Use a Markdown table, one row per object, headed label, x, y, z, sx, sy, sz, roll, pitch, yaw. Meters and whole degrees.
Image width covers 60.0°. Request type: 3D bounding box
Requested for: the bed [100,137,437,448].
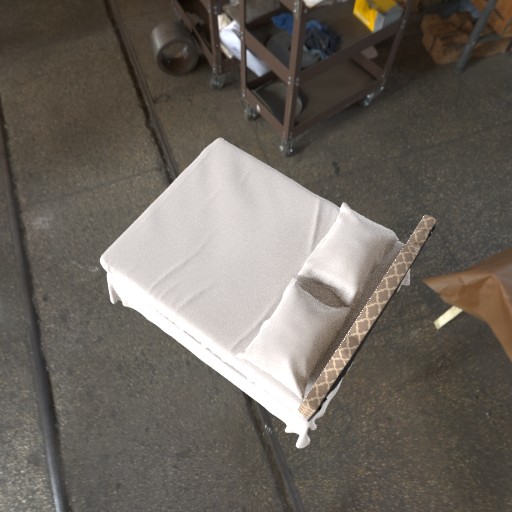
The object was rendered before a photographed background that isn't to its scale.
| label | x | y | z | sx | sy | sz | roll | pitch | yaw |
| --- | --- | --- | --- | --- | --- | --- | --- | --- | --- |
| bed | 0.000 | 0.000 | 3.446 | 2.222 | 1.633 | 1.780 | 33 | 68 | 15 |
